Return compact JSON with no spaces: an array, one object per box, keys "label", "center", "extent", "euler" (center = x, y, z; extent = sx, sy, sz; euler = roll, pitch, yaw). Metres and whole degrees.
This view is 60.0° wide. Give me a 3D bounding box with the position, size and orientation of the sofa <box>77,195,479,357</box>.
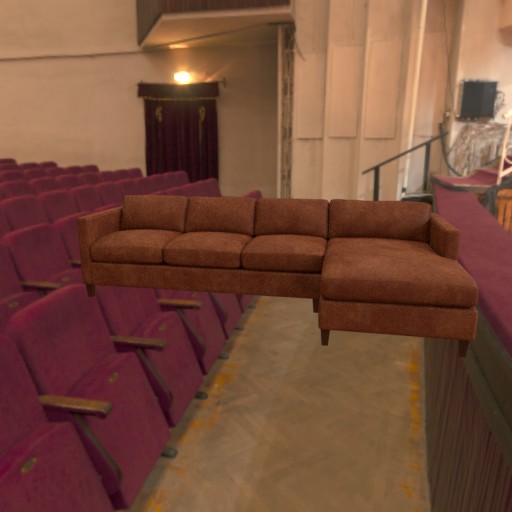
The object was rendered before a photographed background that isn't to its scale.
[{"label":"sofa","center":[0.000,0.000,3.826],"extent":[3.203,0.883,1.581],"euler":[3,14,11]}]
